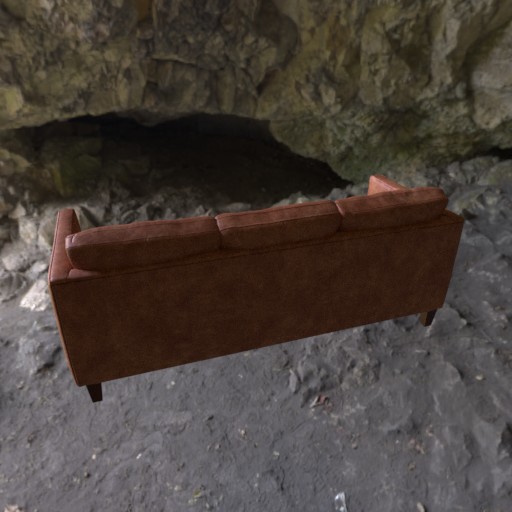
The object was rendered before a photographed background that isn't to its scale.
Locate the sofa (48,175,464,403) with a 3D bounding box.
[{"bbox_3d":[0.000,0.000,3.019,2.464,1.006,1.045,-9,29,-16],"label":"sofa"}]
